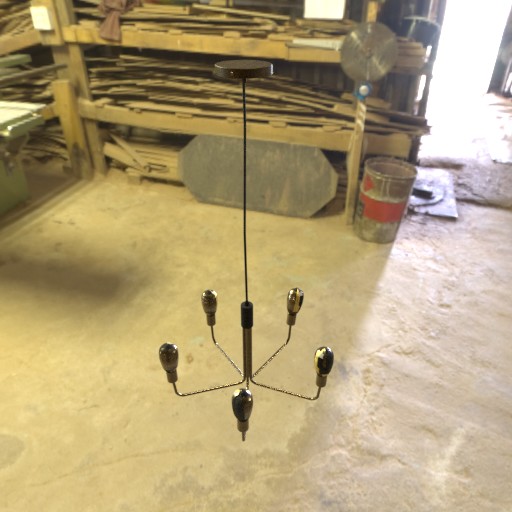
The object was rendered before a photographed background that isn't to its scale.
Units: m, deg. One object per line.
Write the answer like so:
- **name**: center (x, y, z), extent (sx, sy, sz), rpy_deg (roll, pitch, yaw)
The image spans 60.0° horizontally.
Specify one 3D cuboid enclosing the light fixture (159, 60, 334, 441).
- **light fixture**: center (0.000, 0.000, 1.317), extent (0.532, 1.059, 0.588), rpy_deg (11, 33, 17)
